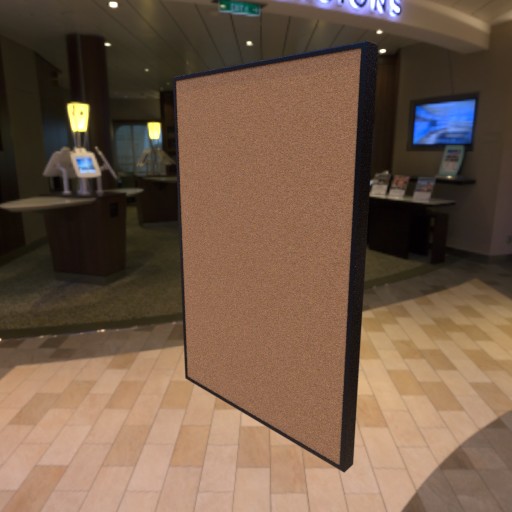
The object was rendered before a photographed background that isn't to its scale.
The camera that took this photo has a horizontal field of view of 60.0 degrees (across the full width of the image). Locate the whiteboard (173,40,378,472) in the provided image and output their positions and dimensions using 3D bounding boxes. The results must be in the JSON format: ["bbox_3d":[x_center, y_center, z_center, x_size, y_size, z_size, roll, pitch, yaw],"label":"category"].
[{"bbox_3d":[0.000,0.000,0.754,0.406,0.611,0.026,13,19,43],"label":"whiteboard"}]
